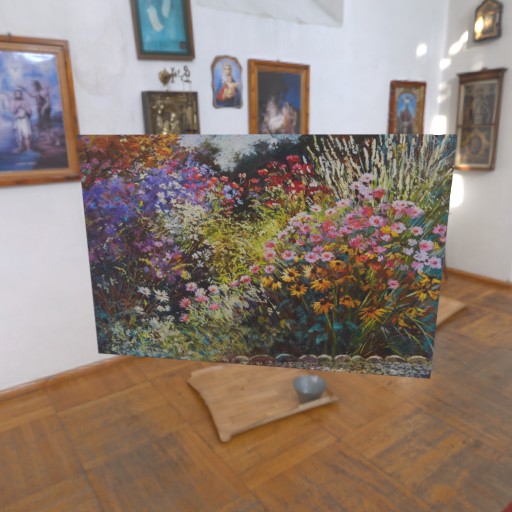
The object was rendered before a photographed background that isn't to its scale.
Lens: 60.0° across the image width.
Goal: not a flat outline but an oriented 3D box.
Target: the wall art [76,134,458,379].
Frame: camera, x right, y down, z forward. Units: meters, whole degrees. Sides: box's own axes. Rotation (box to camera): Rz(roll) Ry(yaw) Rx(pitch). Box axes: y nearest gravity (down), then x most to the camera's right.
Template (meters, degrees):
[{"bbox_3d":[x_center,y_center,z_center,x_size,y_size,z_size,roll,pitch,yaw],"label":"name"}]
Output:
[{"bbox_3d":[0.000,0.000,1.142,0.908,0.604,0.037,2,15,8],"label":"wall art"}]
